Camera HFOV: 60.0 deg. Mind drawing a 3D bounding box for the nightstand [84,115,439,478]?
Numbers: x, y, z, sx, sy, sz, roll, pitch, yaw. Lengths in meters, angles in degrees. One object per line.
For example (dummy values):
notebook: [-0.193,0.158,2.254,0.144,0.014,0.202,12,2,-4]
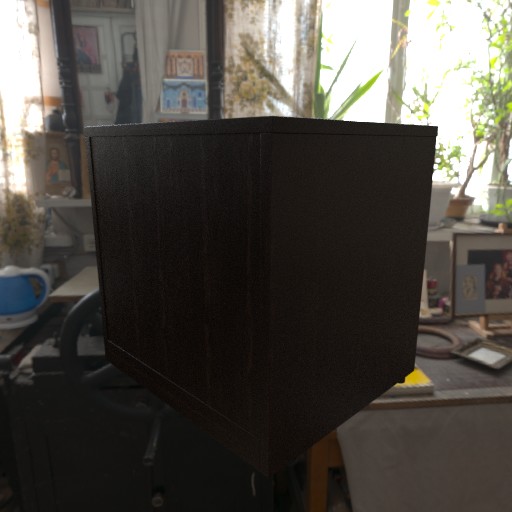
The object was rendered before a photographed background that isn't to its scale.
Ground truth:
nightstand: [0.000,0.000,0.868,0.427,0.487,0.489,-14,20,-43]
